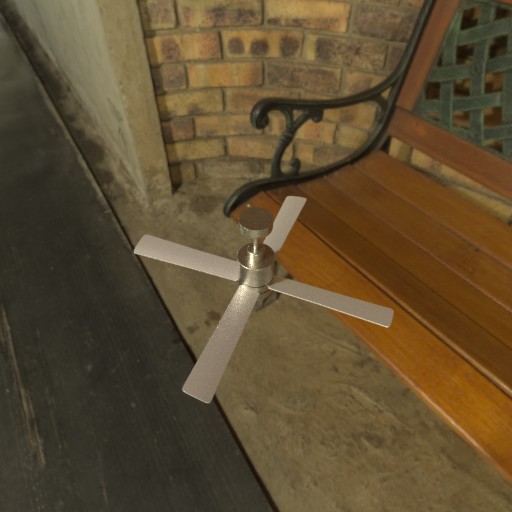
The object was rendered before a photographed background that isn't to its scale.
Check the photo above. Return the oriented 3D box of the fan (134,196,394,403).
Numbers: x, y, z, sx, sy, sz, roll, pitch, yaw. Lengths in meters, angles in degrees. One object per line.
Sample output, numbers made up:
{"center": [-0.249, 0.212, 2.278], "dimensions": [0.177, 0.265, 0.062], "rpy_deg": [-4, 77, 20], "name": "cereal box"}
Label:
{"center": [0.000, 0.000, 2.365], "dimensions": [1.525, 0.539, 1.525], "rpy_deg": [16, 49, 15], "name": "fan"}
